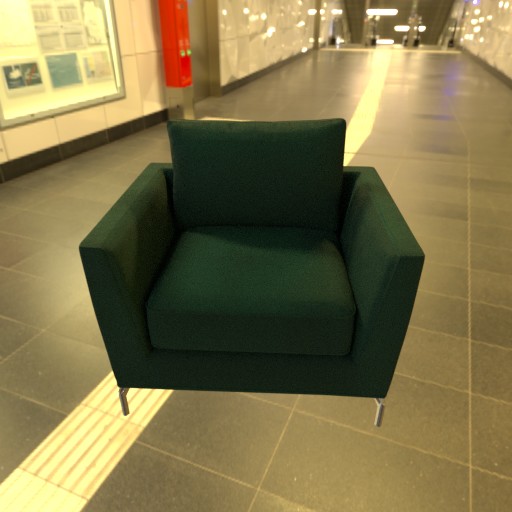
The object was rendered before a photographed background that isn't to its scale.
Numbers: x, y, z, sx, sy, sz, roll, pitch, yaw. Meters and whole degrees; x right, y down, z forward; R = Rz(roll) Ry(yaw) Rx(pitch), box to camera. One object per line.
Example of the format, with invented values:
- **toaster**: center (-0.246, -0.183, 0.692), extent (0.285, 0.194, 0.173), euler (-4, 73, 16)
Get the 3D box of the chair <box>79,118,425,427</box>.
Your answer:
- **chair**: center (0.000, 0.000, 1.794), extent (1.047, 0.997, 0.852), euler (1, 29, 3)
